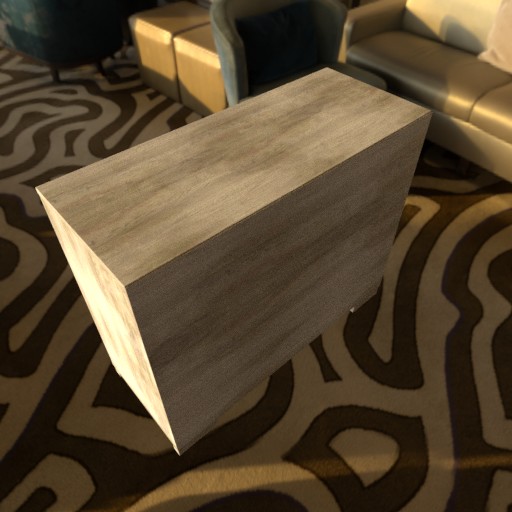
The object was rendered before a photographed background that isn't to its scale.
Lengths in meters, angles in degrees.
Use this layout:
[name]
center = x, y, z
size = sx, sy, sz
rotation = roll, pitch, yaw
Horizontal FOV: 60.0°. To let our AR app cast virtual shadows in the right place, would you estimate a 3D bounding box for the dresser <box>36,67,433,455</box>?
[dresser]
center = 0.000, 0.000, 1.431
size = 0.994, 0.816, 0.404
rotation = -32, 54, -28
